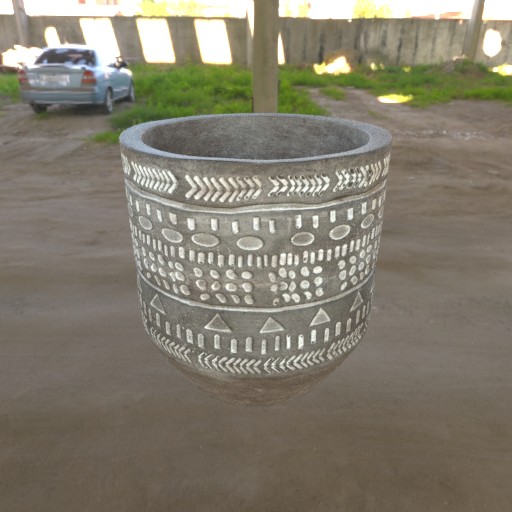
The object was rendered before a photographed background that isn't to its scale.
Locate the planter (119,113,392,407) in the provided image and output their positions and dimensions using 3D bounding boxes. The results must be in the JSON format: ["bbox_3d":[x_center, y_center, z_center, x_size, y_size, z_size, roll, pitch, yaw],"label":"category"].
[{"bbox_3d":[0.000,0.000,0.230,0.122,0.128,0.122,0,26,0],"label":"planter"}]
